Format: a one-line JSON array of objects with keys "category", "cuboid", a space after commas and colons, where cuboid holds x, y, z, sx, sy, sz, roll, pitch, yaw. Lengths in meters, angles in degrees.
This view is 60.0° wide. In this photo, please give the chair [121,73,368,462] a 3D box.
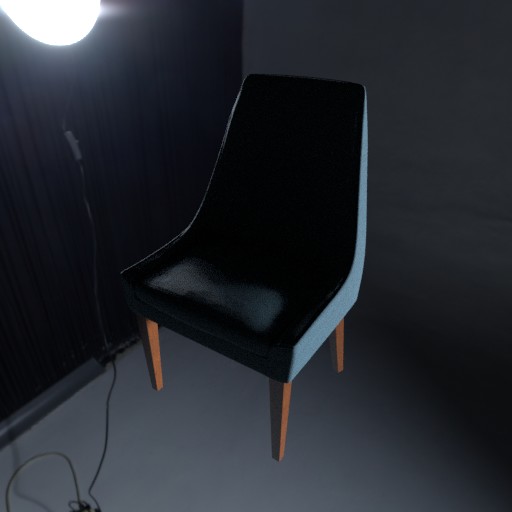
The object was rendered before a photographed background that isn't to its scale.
[{"category": "chair", "cuboid": [0.000, 0.000, 1.215, 0.529, 0.861, 0.544, 18, 35, 29]}]
